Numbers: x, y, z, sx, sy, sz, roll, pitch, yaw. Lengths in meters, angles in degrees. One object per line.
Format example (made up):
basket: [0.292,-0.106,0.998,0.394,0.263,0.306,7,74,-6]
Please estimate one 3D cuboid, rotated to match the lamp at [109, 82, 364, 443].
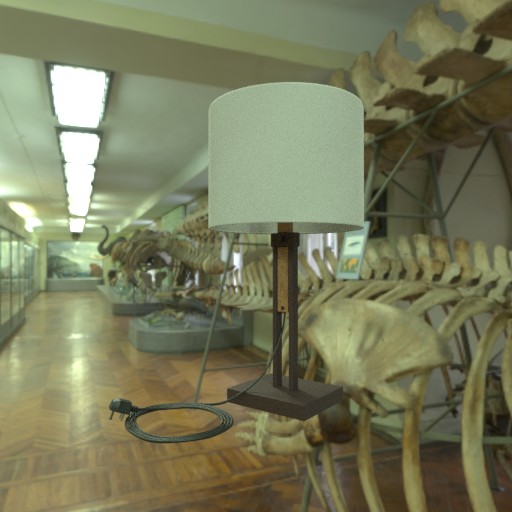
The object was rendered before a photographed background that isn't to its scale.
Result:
lamp: [0.000,0.000,0.972,0.396,0.668,0.525,-1,-1,37]
